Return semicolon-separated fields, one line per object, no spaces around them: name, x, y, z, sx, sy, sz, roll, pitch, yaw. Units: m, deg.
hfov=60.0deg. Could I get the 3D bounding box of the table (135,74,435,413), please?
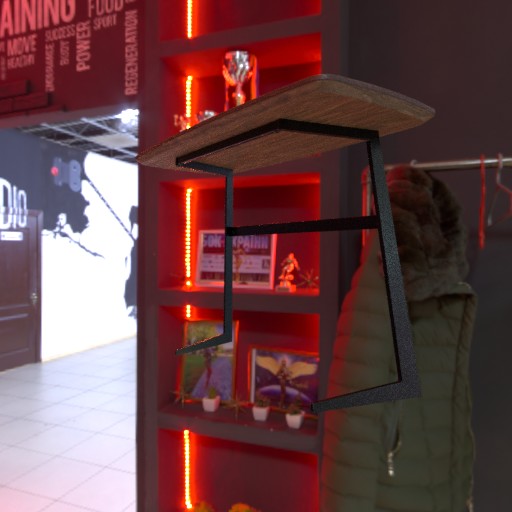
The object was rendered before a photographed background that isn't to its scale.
table;0.000;0.000;1.094;0.361;0.576;0.804;0;1;-37
